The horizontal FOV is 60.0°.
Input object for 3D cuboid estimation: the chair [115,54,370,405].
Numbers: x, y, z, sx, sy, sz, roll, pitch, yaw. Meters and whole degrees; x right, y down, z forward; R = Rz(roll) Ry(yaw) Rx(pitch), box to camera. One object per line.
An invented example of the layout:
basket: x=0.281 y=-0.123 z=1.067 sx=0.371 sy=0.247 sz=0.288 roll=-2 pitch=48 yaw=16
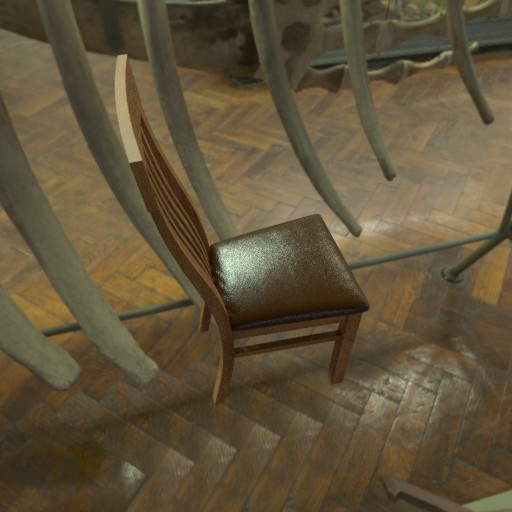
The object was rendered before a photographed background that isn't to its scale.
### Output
chair: x=0.000 y=0.000 z=1.313 sx=0.580 sy=1.050 sz=0.450 roll=-11 pitch=47 yaw=-10
